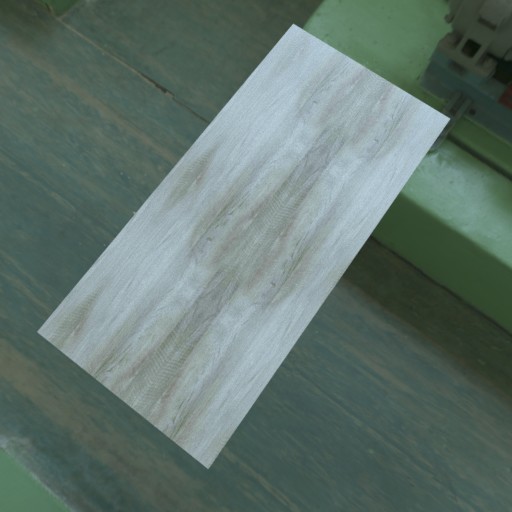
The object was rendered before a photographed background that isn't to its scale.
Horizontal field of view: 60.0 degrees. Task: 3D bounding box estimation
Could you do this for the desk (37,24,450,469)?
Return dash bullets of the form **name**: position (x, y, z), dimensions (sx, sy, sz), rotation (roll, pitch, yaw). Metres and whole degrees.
- **desk**: position (0.000, 0.000, 1.378), dimensions (0.491, 0.723, 0.979), rotation (35, 79, 8)
